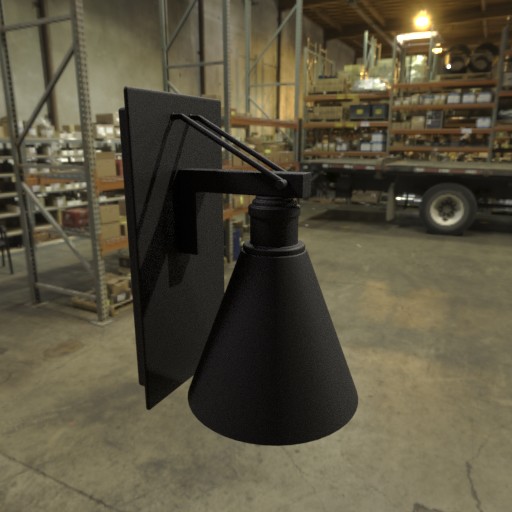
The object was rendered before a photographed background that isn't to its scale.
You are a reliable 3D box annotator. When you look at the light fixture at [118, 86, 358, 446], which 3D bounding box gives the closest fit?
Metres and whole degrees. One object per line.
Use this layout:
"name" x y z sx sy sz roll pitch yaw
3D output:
"light fixture" 0.000 0.000 0.422 0.207 0.298 0.170 7 16 26
